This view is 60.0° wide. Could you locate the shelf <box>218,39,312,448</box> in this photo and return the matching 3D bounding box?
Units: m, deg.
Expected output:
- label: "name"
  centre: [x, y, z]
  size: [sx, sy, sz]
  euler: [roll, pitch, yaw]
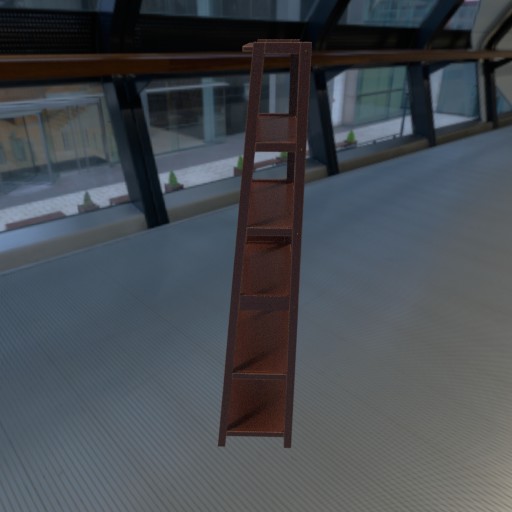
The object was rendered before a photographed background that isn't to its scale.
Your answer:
- label: "shelf"
  centre: [0.000, 0.000, 2.166]
  size: [0.381, 1.892, 0.660]
  euler: [1, 27, 1]
